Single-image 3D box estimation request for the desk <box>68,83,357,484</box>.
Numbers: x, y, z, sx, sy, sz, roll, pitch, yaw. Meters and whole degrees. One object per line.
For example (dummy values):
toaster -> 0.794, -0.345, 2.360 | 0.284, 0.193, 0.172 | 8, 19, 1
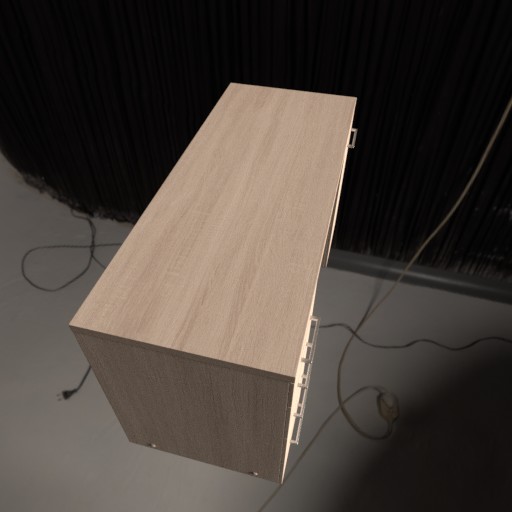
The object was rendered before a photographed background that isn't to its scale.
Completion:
desk -> 0.000, 0.000, 1.775 | 0.600, 0.740, 1.390 | 11, 47, 10
